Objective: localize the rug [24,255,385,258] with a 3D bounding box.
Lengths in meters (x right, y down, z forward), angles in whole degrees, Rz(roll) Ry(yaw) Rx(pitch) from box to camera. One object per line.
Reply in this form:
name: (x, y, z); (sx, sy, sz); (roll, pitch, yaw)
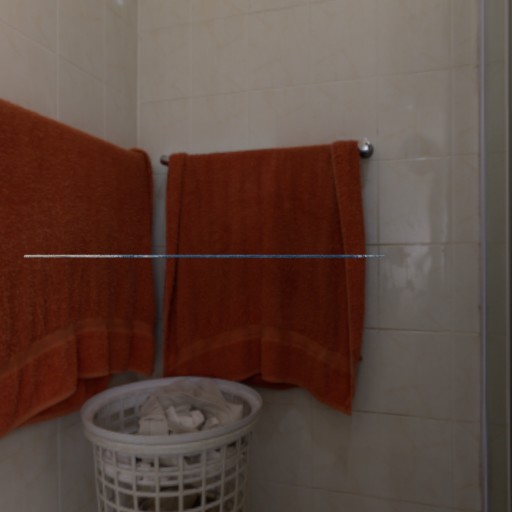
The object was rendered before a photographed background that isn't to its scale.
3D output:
rug: (0.000, 0.000, 2.325); (1.232, 0.009, 1.836); (0, 0, 19)
